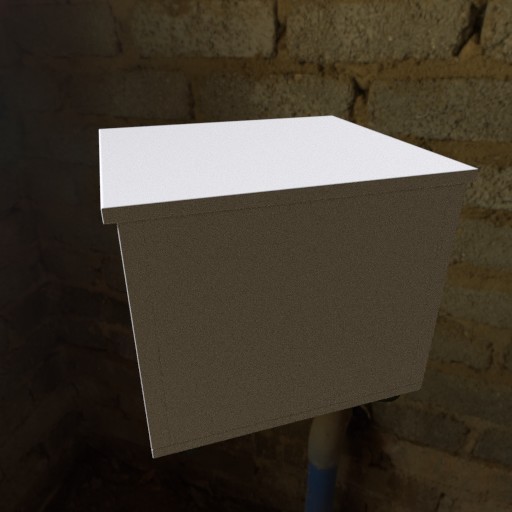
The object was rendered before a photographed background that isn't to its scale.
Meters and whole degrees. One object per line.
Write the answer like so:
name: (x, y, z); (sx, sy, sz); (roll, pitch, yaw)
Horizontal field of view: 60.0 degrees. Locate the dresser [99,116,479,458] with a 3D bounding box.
dresser: (0.000, 0.000, 0.720); (0.430, 0.360, 0.400); (-8, 28, -16)
